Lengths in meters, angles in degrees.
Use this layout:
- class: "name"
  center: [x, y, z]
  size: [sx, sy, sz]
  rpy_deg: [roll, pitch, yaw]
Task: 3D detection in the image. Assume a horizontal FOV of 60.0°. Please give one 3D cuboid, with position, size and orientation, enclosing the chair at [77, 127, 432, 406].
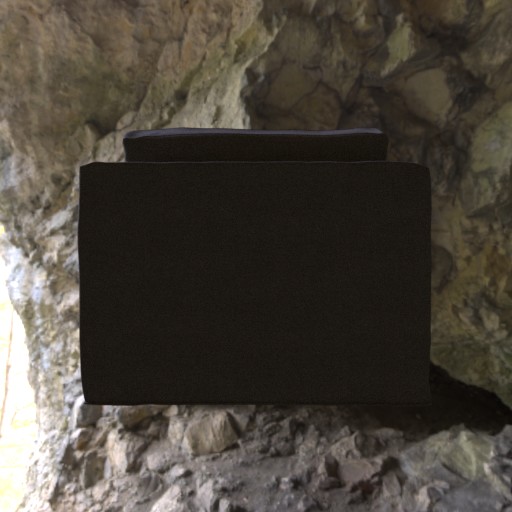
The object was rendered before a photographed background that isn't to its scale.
- class: "chair"
  center: [0.000, 0.000, 1.735]
  size: [1.057, 0.863, 0.949]
  rpy_deg: [0, 0, 1]
